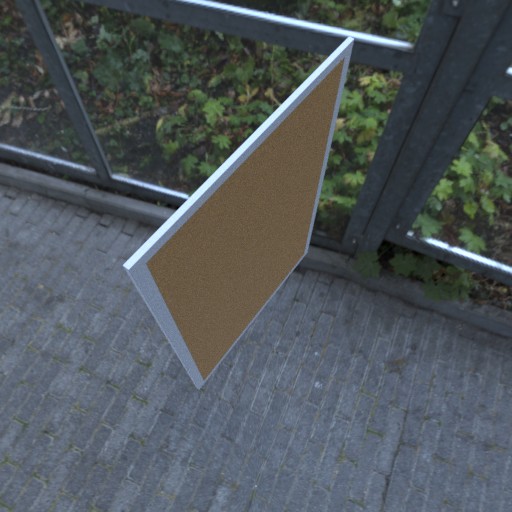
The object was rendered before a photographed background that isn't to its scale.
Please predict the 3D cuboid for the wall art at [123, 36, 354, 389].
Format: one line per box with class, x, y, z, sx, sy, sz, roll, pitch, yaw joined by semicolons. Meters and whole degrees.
wall art;0.000;0.000;1.209;0.013;0.940;0.659;34;67;16
